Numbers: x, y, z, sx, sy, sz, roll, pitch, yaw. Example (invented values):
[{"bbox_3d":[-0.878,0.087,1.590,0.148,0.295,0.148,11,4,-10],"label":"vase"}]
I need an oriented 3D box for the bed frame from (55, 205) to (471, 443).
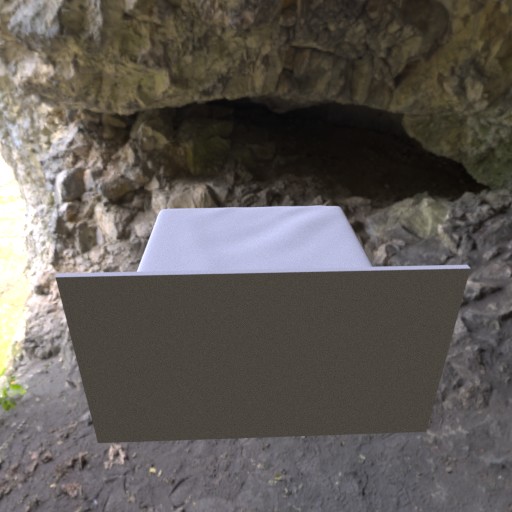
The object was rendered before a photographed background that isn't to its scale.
[{"bbox_3d":[0.000,0.000,2.983,1.711,1.001,2.100,-1,29,-2],"label":"bed frame"}]
